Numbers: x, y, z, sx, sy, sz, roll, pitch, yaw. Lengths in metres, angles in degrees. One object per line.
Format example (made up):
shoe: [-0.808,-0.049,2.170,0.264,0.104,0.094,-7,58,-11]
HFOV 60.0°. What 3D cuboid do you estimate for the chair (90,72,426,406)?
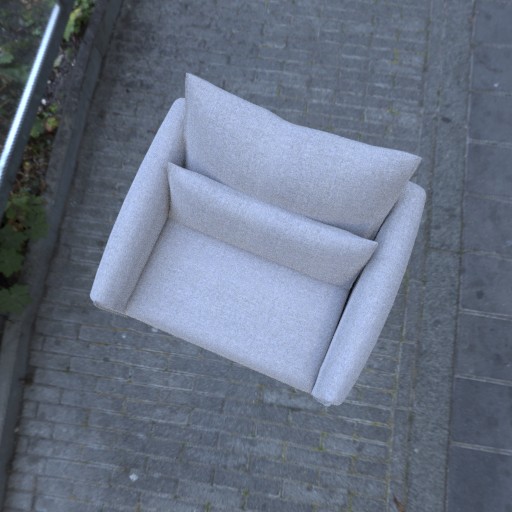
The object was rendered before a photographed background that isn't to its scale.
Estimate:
chair: [0.000,0.000,1.665,1.029,0.856,0.801,22,77,5]
